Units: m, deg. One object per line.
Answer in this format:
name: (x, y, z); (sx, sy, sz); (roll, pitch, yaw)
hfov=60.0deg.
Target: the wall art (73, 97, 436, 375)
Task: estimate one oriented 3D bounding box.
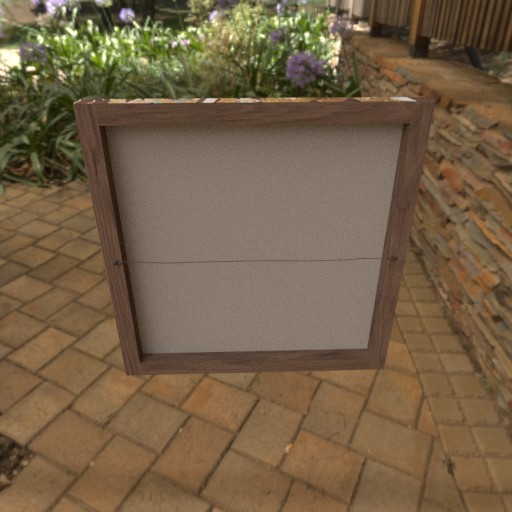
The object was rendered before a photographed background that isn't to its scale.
wall art: (0.000, 0.000, 0.910); (0.609, 0.613, 0.041); (-1, 30, -2)
